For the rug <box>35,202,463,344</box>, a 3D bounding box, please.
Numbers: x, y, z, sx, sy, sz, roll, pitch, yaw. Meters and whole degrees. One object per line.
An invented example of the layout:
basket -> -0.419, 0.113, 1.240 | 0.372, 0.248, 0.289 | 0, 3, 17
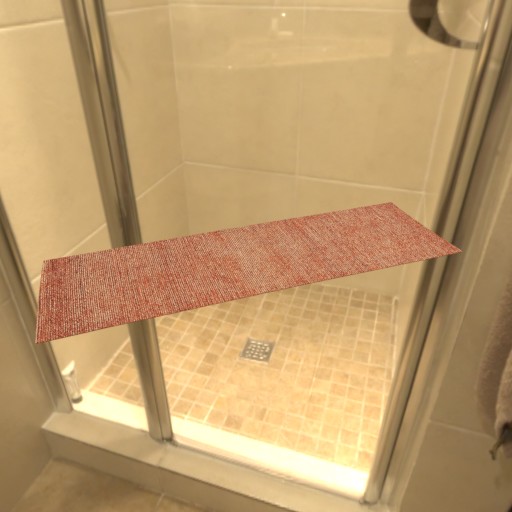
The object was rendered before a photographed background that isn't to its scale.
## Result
rug -> 0.000, 0.000, 2.590 | 2.353, 0.013, 0.718 | -11, 34, -16
